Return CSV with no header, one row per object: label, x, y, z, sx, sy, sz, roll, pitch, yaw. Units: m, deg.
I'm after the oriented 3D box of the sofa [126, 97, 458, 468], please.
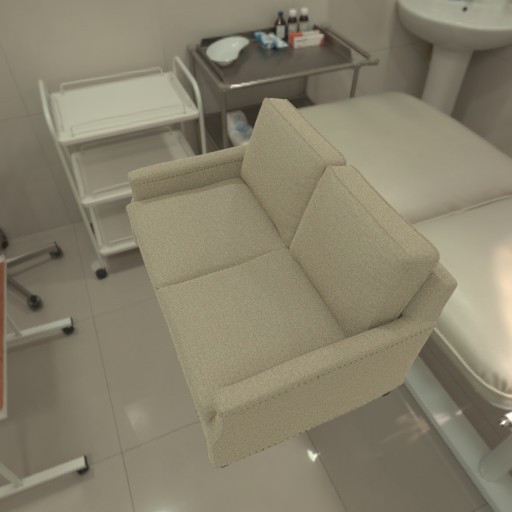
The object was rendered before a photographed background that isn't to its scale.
sofa,0.000,0.000,2.290,1.084,1.003,1.597,-17,49,-16
